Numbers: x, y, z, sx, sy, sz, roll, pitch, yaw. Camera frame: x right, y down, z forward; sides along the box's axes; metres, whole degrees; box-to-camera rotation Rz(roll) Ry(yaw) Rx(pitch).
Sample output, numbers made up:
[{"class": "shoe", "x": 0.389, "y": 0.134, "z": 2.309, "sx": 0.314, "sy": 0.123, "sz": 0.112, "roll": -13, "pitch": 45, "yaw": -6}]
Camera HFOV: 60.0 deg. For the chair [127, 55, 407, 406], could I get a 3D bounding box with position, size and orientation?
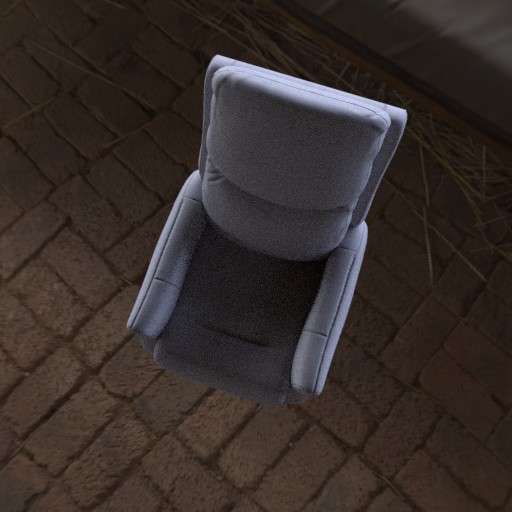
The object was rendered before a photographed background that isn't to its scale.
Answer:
[{"class": "chair", "x": 0.000, "y": 0.000, "z": 1.765, "sx": 0.829, "sy": 1.030, "sz": 1.080, "roll": 18, "pitch": 77, "yaw": 4}]
